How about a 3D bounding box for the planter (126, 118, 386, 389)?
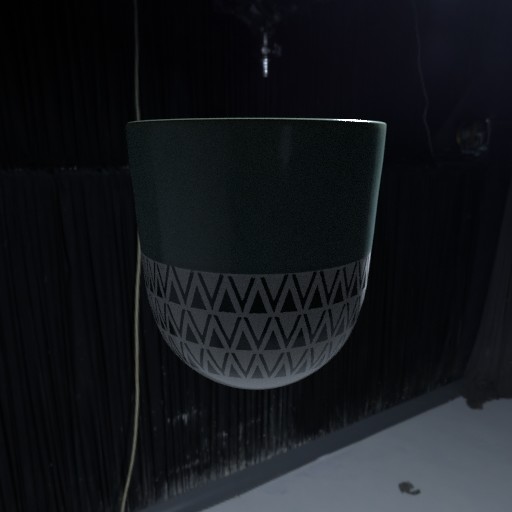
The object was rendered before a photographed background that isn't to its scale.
[{"bbox_3d":[0.000,0.000,0.377,0.198,0.214,0.198,0,14,0],"label":"planter"}]
